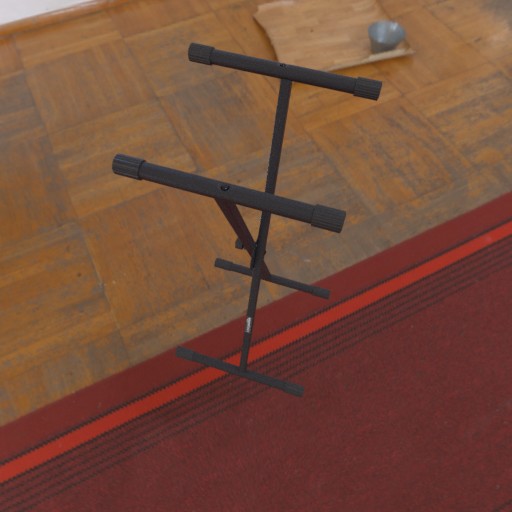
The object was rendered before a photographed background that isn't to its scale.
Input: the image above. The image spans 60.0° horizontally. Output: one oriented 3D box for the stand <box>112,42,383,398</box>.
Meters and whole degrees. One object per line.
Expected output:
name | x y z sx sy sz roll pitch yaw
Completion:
stand | 0.000 0.000 1.192 0.449 0.940 0.409 16 60 9
